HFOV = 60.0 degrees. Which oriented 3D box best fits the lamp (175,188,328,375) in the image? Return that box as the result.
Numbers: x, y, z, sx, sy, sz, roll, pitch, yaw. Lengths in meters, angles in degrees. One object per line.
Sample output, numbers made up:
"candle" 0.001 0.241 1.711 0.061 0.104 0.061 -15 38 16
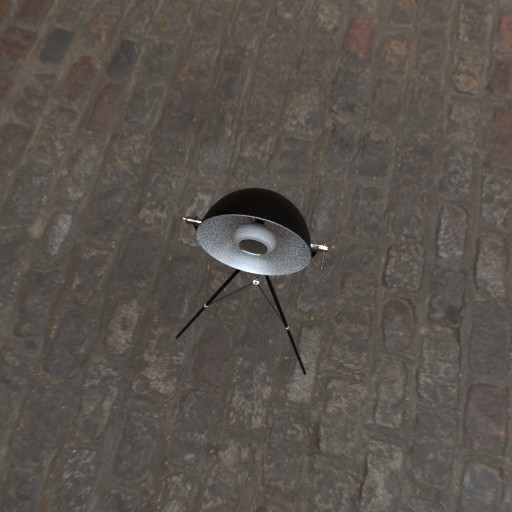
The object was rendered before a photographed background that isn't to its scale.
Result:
"lamp" 0.000 0.000 2.049 0.817 1.512 0.920 12 76 3
